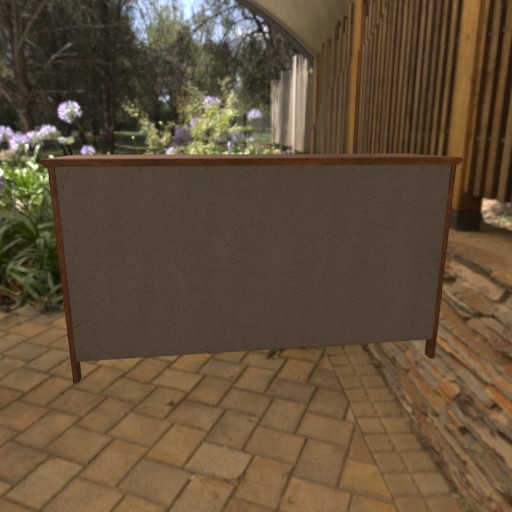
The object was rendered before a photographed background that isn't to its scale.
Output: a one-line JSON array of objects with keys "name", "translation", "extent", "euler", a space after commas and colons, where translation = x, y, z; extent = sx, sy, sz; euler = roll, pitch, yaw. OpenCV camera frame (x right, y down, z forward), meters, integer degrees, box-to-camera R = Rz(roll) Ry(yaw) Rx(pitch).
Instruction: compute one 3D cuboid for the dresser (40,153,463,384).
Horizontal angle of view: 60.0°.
[{"name": "dresser", "translation": [0.000, 0.000, 1.938], "extent": [1.551, 0.856, 0.463], "euler": [-2, 15, -8]}]
